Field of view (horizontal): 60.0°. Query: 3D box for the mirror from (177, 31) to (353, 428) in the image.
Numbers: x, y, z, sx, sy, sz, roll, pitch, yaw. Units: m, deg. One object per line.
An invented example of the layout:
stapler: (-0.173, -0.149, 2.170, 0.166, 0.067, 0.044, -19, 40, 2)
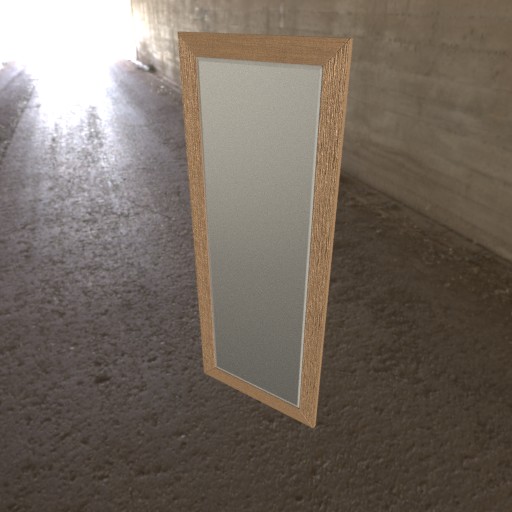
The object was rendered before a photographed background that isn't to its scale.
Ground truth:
mirror: (0.000, 0.000, 2.269, 0.812, 2.031, 0.026, 18, 34, 29)
